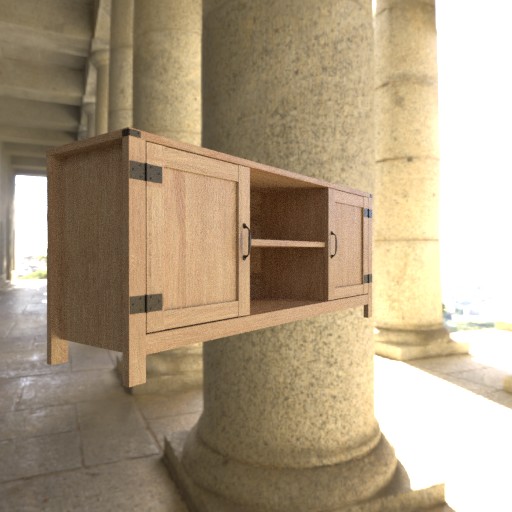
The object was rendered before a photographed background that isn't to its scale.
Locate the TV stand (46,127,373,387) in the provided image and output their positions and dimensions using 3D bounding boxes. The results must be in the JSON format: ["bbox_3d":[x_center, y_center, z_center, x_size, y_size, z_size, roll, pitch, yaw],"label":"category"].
[{"bbox_3d":[0.000,0.000,1.727,0.398,0.610,1.466,0,0,37],"label":"TV stand"}]
